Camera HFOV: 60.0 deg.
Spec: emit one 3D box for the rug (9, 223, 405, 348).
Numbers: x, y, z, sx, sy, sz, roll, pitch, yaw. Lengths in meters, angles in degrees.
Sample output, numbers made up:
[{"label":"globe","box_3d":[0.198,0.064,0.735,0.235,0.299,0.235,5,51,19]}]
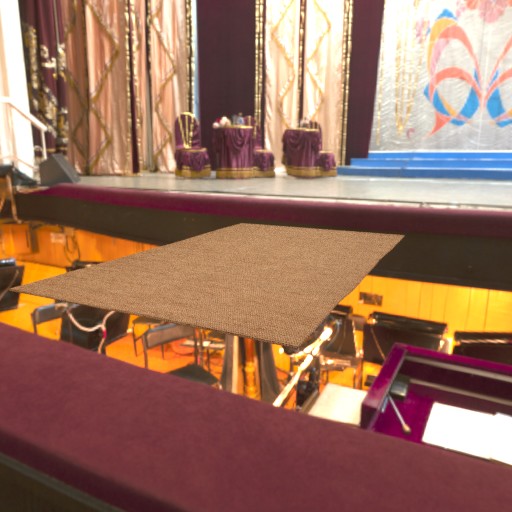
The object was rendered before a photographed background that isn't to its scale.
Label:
[{"label":"rug","box_3d":[0.000,0.000,2.921,1.533,0.011,2.439,6,14,26]}]
